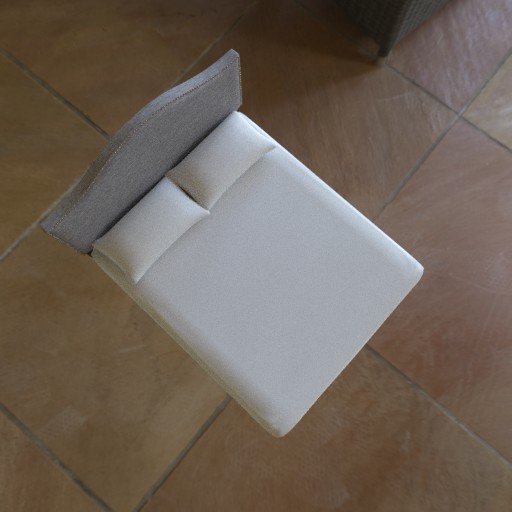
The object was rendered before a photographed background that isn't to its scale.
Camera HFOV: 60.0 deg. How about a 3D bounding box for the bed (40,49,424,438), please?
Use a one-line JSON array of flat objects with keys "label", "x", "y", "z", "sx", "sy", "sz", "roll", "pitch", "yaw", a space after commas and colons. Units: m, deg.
[{"label": "bed", "x": 0.000, "y": 0.000, "z": 2.928, "sx": 1.870, "sy": 1.295, "sz": 1.610, "roll": 42, "pitch": 81, "yaw": 9}]
